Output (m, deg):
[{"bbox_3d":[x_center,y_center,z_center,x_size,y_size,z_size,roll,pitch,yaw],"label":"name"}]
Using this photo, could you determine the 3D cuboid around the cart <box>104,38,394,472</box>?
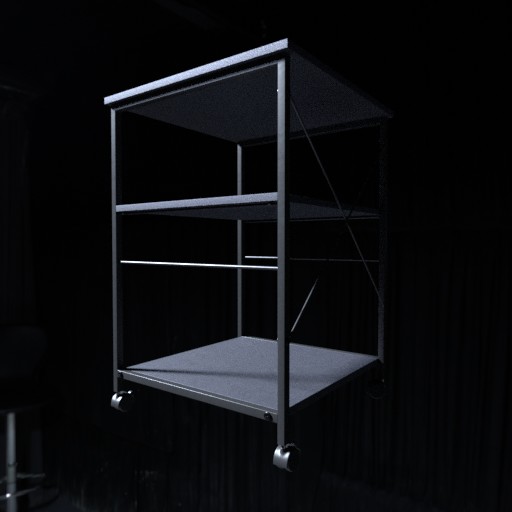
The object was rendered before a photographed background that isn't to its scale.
[{"bbox_3d":[0.000,0.000,1.128,0.520,0.762,0.521,1,2,37],"label":"cart"}]
